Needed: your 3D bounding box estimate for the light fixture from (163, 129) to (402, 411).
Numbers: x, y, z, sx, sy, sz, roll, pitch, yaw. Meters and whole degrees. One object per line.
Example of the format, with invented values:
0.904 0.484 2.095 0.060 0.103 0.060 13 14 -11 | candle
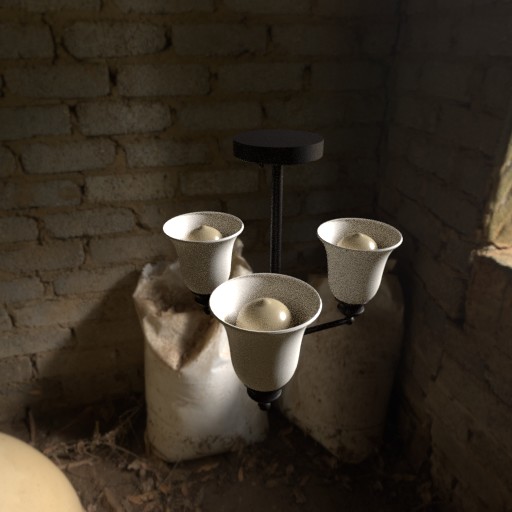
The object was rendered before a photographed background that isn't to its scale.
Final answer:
0.000 0.000 0.688 0.354 0.370 0.388 18 31 33 | light fixture
